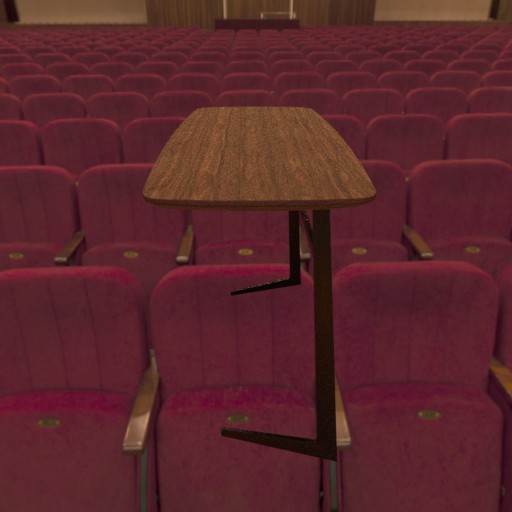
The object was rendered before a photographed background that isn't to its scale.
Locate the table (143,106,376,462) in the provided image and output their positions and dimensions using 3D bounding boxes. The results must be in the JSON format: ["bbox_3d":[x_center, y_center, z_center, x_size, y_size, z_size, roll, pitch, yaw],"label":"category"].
[{"bbox_3d":[0.000,0.000,1.077,0.361,0.576,0.804,0,27,-1],"label":"table"}]
